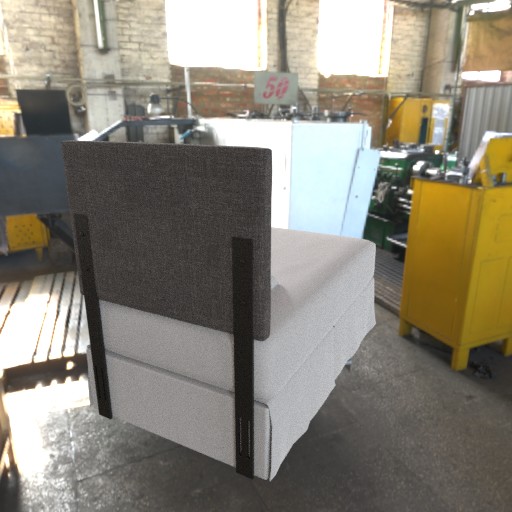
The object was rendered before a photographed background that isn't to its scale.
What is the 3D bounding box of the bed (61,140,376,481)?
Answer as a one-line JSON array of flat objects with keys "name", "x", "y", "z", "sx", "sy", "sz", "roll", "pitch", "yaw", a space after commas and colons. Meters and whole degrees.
[{"name": "bed", "x": 0.000, "y": 0.000, "z": 2.974, "sx": 1.261, "sy": 1.571, "sz": 1.997, "roll": 9, "pitch": 20, "yaw": 27}]
